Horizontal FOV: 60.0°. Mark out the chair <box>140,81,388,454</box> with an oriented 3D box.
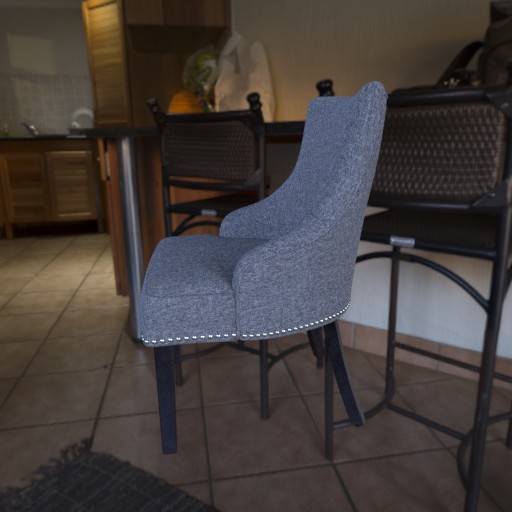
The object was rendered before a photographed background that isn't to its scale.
[{"bbox_3d":[0.000,0.000,1.287,0.629,0.909,0.566,-2,16,-8],"label":"chair"}]
